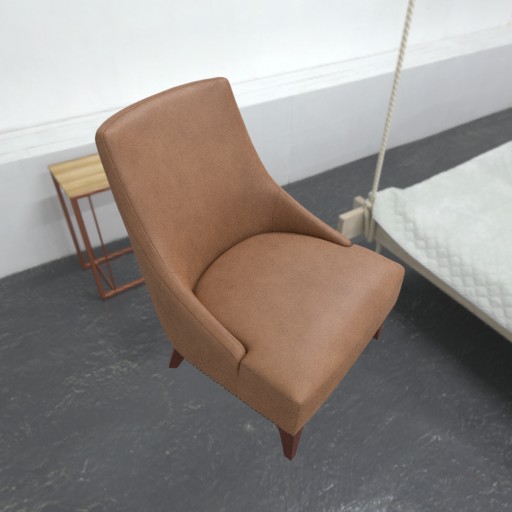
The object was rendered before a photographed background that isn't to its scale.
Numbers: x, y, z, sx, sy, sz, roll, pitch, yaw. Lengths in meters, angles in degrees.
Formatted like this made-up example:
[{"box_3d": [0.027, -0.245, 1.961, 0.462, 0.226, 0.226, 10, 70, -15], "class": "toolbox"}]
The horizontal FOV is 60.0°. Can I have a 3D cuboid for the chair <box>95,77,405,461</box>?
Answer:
[{"box_3d": [0.000, 0.000, 1.508, 0.861, 0.909, 0.701, 27, 48, 27], "class": "chair"}]
